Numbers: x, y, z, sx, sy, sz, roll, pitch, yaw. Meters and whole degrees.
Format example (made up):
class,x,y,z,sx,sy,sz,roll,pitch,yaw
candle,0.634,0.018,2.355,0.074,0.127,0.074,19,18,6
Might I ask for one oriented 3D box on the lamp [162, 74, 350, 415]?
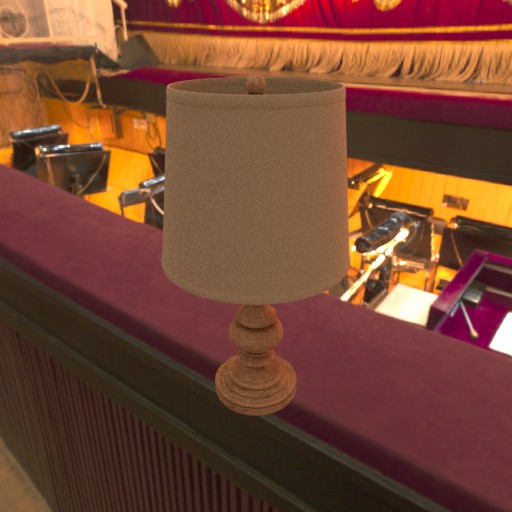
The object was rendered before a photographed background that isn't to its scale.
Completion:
class,x,y,z,sx,sy,sz,roll,pitch,yaw
lamp,0.000,0.000,0.653,0.273,0.497,0.273,0,26,0
